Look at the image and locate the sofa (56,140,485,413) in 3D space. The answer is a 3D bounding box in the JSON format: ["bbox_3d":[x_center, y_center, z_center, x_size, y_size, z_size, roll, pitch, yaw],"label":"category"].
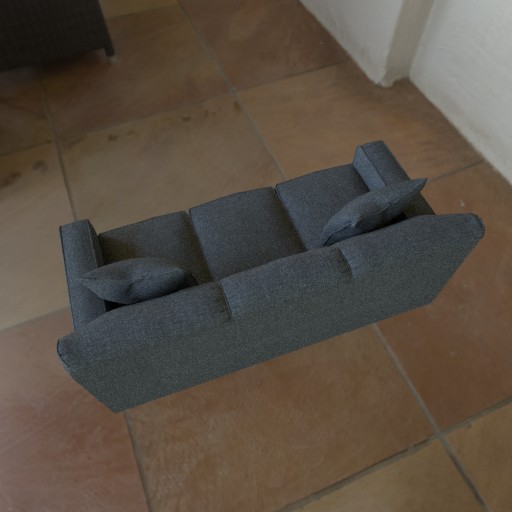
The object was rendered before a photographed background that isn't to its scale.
[{"bbox_3d":[0.000,0.000,2.527,2.024,0.958,0.997,-17,60,-10],"label":"sofa"}]
